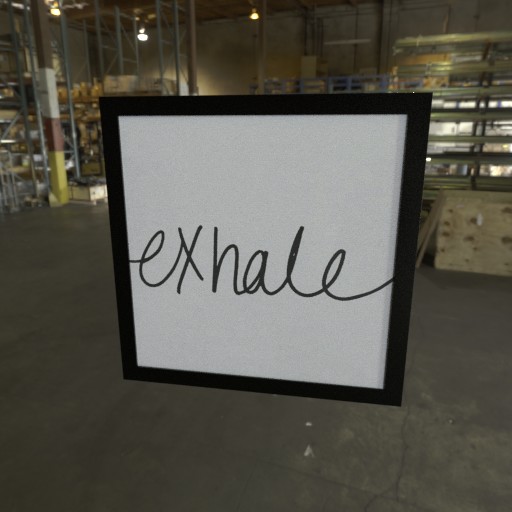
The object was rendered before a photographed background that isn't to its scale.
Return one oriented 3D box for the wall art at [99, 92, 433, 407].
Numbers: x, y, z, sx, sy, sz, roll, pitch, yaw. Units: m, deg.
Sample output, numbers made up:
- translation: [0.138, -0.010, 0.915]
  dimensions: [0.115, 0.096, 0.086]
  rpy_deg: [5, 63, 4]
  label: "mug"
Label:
- translation: [0.000, 0.000, 0.649]
  dimensions: [0.446, 0.445, 0.014]
  rpy_deg: [3, 16, 9]
  label: "wall art"
